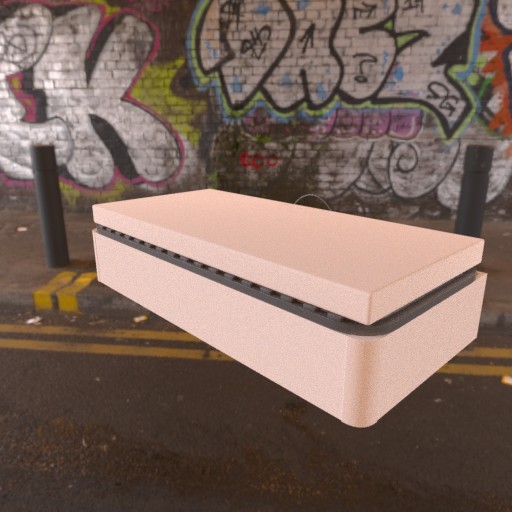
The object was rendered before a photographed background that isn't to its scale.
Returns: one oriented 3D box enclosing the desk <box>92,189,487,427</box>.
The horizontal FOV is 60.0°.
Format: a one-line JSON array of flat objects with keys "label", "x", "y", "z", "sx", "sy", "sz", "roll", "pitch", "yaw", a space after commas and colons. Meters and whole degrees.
[{"label": "desk", "x": 0.000, "y": 0.000, "z": 2.248, "sx": 0.900, "sy": 0.526, "sz": 1.900, "roll": -16, "pitch": 24, "yaw": -41}]
